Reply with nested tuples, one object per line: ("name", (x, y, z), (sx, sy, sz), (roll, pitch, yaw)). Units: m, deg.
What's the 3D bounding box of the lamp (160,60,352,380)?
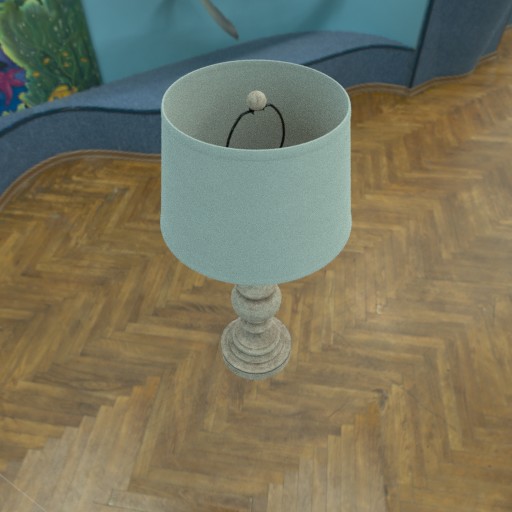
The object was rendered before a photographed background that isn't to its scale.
("lamp", (0.000, 0.000, 0.877), (0.340, 0.678, 0.340), (0, 46, 0))
